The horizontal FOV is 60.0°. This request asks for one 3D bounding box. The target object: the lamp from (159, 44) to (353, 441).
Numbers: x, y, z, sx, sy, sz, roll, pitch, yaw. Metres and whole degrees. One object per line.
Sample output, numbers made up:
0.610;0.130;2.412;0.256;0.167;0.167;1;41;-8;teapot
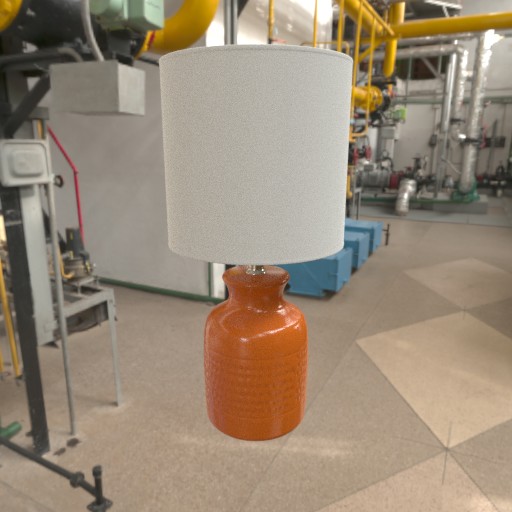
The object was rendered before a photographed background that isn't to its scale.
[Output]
0.000;0.000;1.083;0.418;0.871;0.418;8;17;27;lamp
